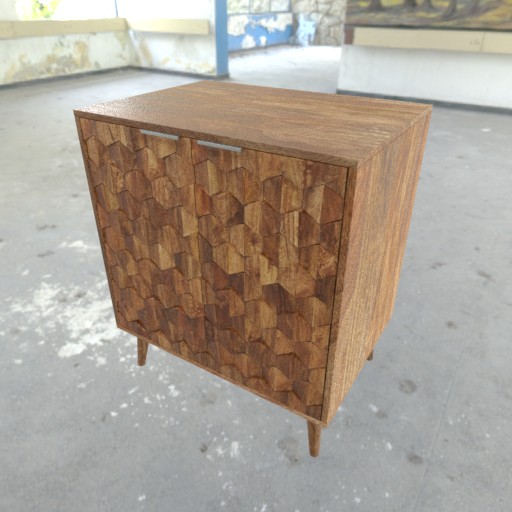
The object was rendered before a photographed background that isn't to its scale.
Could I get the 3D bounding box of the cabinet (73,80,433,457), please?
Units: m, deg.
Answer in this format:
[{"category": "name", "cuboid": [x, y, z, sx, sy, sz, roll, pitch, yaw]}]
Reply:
[{"category": "cabinet", "cuboid": [0.000, 0.000, 1.166, 0.647, 0.758, 0.473, 18, 35, 27]}]
